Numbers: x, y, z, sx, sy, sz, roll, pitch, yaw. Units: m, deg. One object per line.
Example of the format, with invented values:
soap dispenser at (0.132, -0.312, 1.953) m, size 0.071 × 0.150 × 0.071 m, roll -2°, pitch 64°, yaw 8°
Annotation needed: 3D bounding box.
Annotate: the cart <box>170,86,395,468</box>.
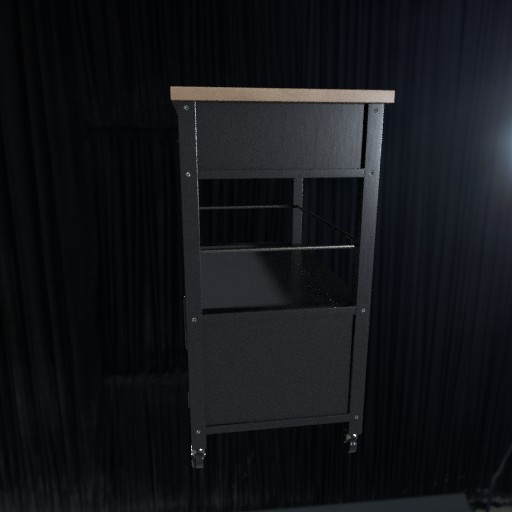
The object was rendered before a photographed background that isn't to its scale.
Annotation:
cart at (0.000, 0.000, 1.397) m, size 0.459 × 0.901 × 0.840 m, roll -2°, pitch 14°, yaw -8°
